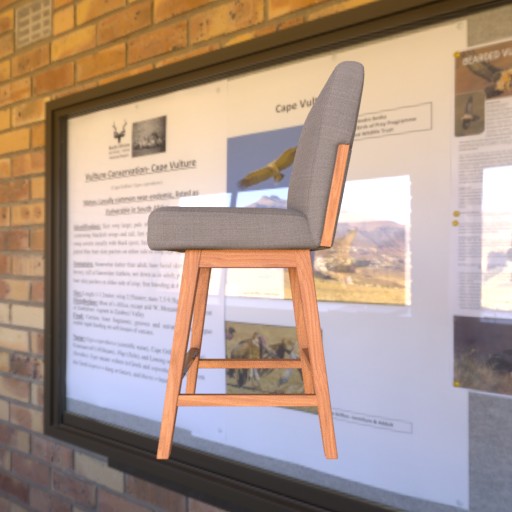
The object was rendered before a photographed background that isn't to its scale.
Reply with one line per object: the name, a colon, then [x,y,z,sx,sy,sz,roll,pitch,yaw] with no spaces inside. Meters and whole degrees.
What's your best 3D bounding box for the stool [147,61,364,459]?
stool: [0.000,0.000,1.338,0.570,1.019,0.459,0,0,0]
